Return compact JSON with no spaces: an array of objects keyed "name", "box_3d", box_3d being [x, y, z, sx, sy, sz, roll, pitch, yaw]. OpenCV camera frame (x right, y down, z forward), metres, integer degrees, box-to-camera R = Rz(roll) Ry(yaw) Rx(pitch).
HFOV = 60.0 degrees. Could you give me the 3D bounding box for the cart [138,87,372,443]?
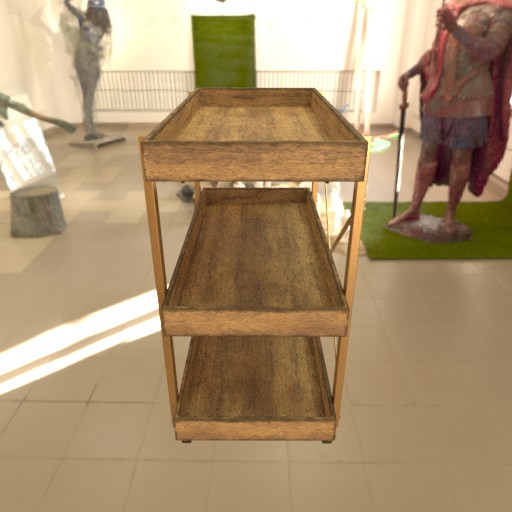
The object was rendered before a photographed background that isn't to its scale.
[{"name":"cart","box_3d":[0.000,0.000,1.233,0.416,0.799,0.750,0,27,0]}]
